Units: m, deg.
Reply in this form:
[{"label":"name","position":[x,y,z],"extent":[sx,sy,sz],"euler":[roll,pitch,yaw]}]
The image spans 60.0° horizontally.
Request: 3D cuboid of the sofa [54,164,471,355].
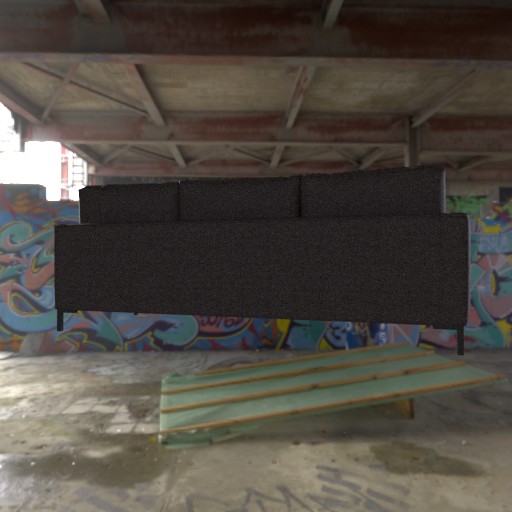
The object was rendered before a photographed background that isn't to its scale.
[{"label":"sofa","position":[0.000,0.000,2.676],"extent":[2.253,0.882,0.876],"euler":[0,-1,18]}]
